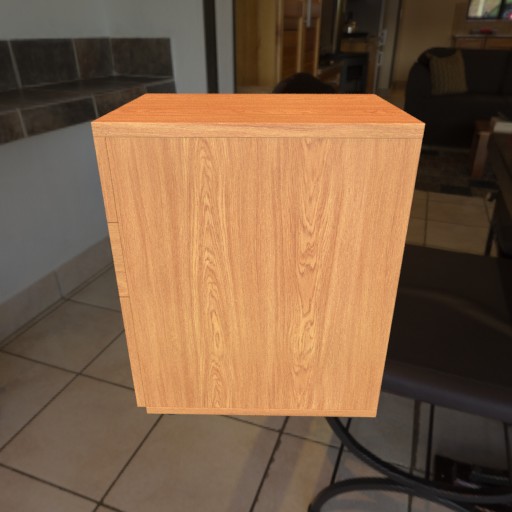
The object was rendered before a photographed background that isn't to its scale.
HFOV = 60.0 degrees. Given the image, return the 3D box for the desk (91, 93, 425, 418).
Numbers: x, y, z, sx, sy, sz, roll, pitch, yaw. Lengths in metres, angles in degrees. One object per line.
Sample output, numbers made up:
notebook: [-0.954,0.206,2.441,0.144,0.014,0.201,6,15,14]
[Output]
desk: [0.000,0.000,1.125,0.600,0.730,0.404,1,27,1]
